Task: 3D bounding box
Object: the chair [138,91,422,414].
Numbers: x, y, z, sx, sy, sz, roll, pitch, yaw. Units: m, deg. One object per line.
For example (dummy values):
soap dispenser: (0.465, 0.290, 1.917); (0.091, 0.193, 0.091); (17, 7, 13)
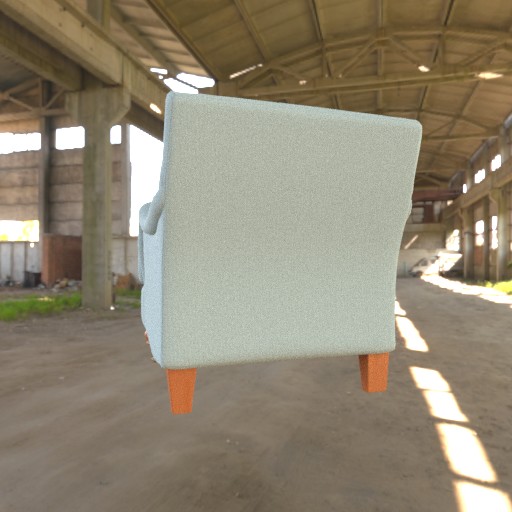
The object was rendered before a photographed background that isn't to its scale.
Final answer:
chair: (0.000, 0.000, 1.887); (0.955, 1.038, 1.070); (0, 0, -19)
